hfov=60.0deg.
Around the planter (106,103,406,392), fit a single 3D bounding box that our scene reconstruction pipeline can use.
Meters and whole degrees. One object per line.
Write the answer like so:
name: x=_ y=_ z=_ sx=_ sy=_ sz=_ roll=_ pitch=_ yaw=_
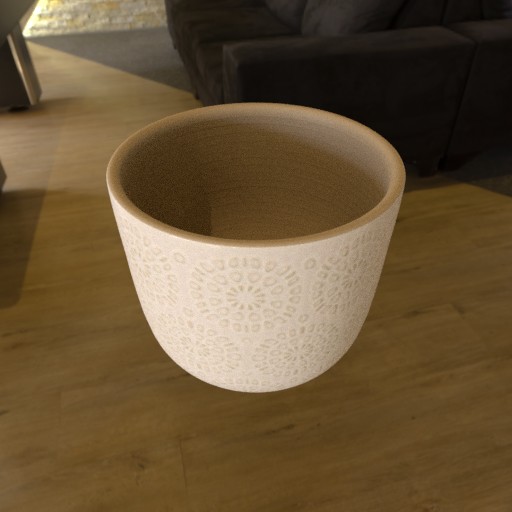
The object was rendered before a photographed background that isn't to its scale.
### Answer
planter: x=0.000 y=0.000 z=0.307 sx=0.170 sy=0.152 sz=0.170 roll=0 pitch=40 yaw=0
